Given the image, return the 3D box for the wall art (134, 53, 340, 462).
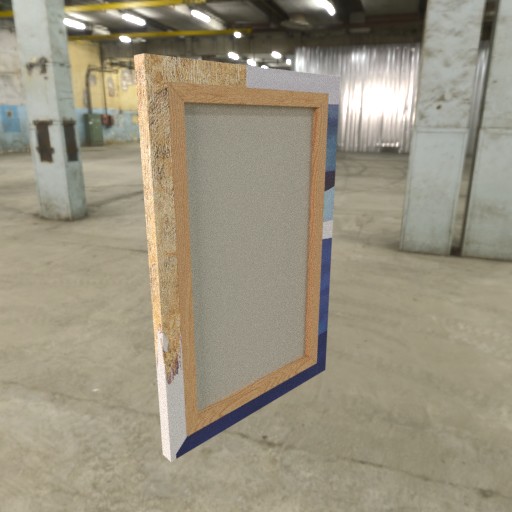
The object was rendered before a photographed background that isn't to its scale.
[{"bbox_3d":[0.000,0.000,1.160,0.607,0.911,0.039,-15,23,-42],"label":"wall art"}]
